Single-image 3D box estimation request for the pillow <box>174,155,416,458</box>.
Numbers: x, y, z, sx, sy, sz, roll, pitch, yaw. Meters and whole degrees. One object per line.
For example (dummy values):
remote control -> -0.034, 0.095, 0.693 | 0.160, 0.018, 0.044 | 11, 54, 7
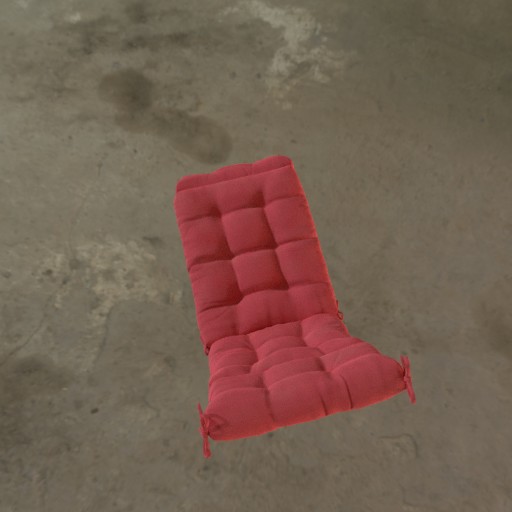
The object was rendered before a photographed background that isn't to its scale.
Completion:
pillow -> 0.000, 0.000, 1.489 | 0.526, 0.863, 1.016 | -14, 78, -3
